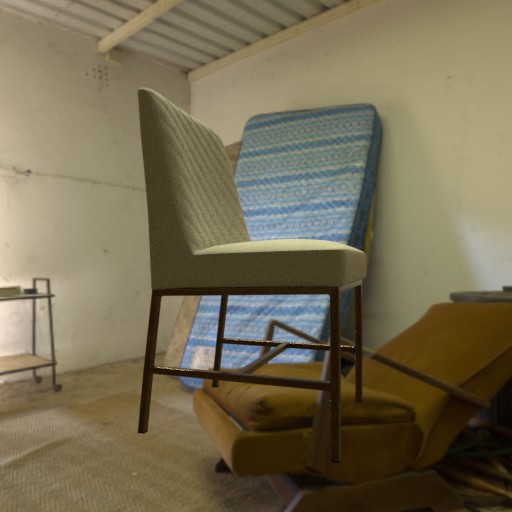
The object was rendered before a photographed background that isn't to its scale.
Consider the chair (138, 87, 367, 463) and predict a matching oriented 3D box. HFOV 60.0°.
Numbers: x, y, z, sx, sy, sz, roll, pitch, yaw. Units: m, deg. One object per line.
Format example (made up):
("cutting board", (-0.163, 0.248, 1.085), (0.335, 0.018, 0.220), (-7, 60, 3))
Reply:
("chair", (0.000, 0.000, 1.312), (0.597, 0.933, 0.503), (0, -1, 20))
